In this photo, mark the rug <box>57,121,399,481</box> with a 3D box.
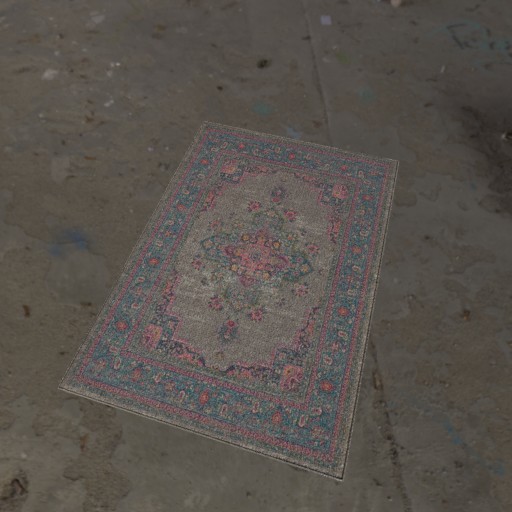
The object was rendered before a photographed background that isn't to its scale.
[{"bbox_3d":[0.000,0.000,3.662,2.005,0.013,2.890,14,58,9],"label":"rug"}]
